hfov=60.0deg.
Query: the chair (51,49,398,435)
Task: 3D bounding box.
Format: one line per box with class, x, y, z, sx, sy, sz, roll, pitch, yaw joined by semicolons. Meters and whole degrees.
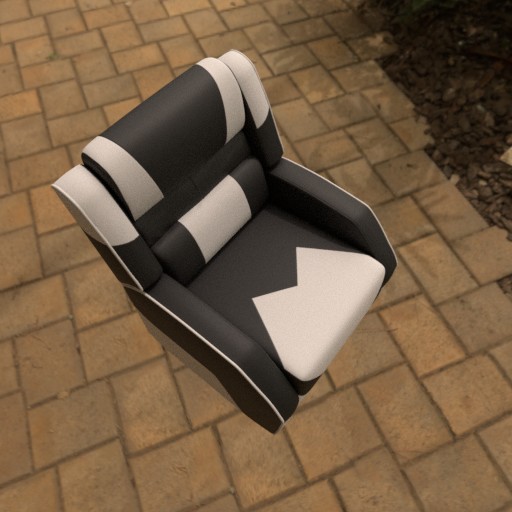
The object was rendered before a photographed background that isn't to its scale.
chair;0.000;0.000;1.280;0.672;0.805;0.620;34;65;19
